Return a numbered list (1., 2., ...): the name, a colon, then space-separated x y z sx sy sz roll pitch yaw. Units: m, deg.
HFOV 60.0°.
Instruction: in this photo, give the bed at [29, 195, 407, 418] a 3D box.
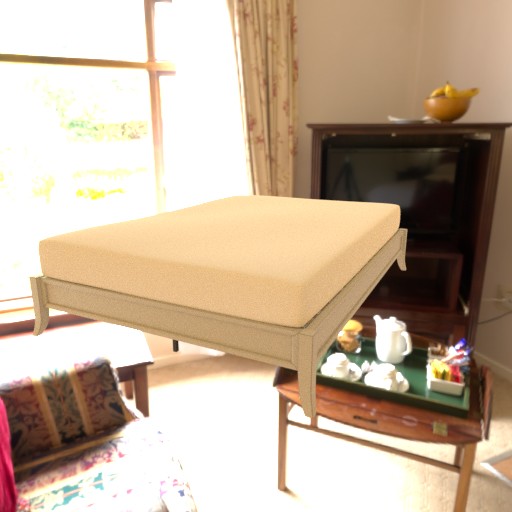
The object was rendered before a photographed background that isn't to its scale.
1. bed: 0.000 0.000 2.648 1.460 0.510 1.985 8 17 26
